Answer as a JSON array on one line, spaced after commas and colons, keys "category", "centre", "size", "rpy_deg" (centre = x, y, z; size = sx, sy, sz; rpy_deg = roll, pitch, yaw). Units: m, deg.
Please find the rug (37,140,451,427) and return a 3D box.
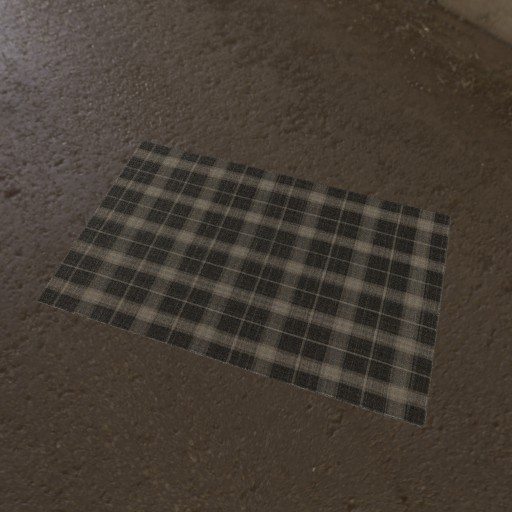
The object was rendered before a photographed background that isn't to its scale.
[{"category": "rug", "centre": [0.000, 0.000, 2.984], "size": [2.434, 0.015, 1.520], "rpy_deg": [16, 59, 10]}]
